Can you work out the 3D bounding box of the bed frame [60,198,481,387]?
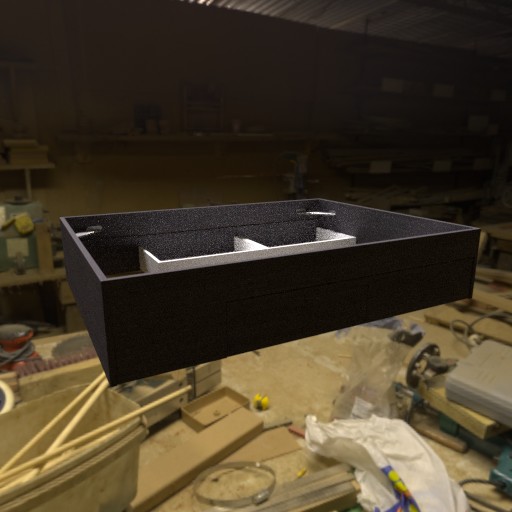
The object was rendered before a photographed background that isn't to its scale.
[{"bbox_3d":[0.000,0.000,2.581,1.944,0.459,1.448,-8,16,-27],"label":"bed frame"}]
